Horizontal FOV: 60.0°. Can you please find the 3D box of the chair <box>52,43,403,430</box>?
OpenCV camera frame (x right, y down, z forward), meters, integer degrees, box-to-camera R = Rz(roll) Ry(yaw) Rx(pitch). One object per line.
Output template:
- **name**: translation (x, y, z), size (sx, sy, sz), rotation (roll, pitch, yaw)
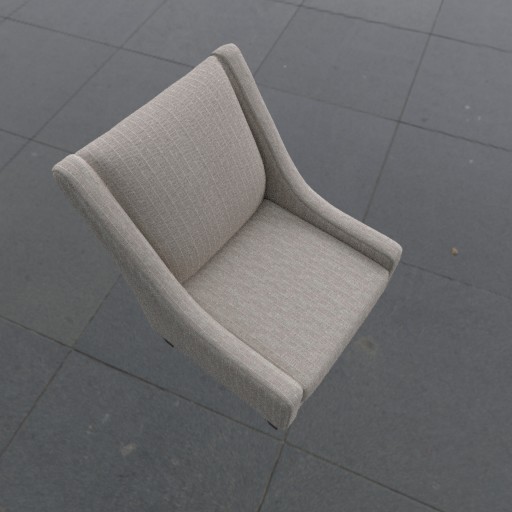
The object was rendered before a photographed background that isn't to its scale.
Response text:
- **chair**: translation (0.000, 0.000, 1.629), size (0.870, 1.014, 0.774), rotation (33, 63, 19)
